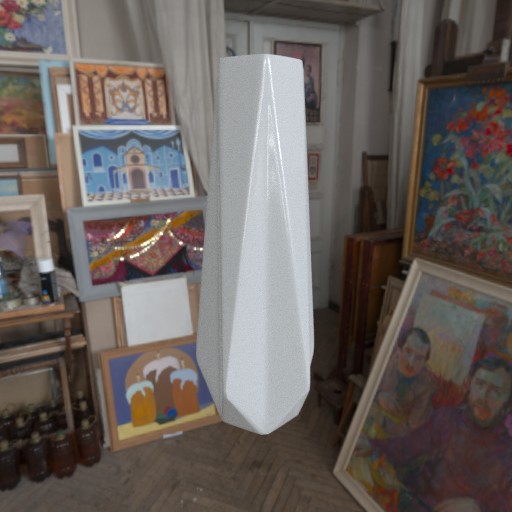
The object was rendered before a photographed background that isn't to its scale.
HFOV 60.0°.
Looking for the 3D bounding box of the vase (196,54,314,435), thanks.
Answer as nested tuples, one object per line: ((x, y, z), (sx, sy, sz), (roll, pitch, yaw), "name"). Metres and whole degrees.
((0.000, 0.000, 0.403), (0.122, 0.329, 0.116), (8, 17, 27), "vase")
